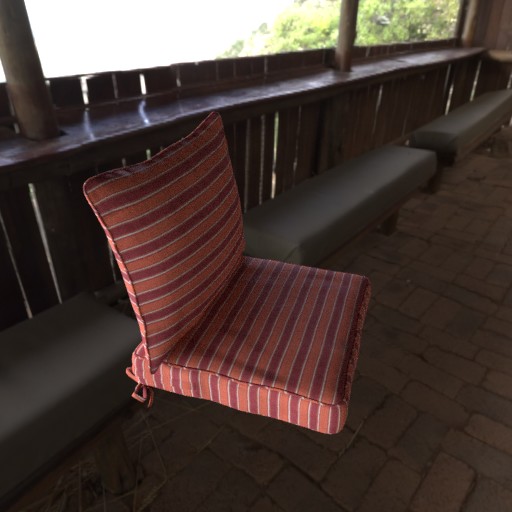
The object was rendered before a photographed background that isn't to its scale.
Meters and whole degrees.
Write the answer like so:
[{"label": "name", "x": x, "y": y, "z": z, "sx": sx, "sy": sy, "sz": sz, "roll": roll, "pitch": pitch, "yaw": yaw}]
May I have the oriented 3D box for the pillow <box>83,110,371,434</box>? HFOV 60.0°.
[{"label": "pillow", "x": 0.000, "y": 0.000, "z": 1.430, "sx": 0.733, "sy": 0.723, "sz": 0.799, "roll": 10, "pitch": 32, "yaw": 16}]
